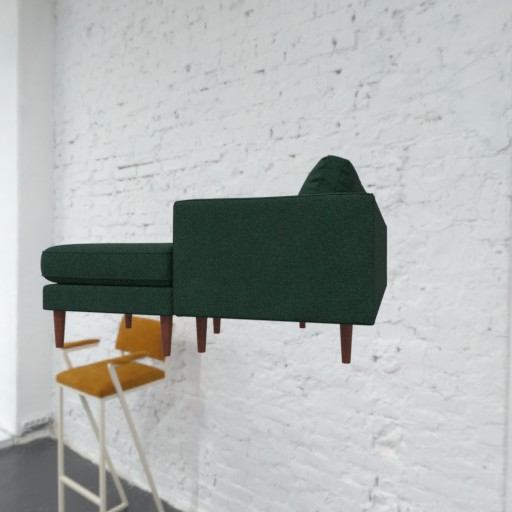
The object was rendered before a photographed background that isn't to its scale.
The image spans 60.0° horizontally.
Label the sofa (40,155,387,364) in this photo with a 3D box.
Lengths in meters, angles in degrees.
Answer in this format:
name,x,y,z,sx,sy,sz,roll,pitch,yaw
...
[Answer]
name,x,y,z,sx,sy,sz,roll,pitch,yaw
sofa,0.000,0.000,2.858,1.580,0.899,2.030,0,0,18
